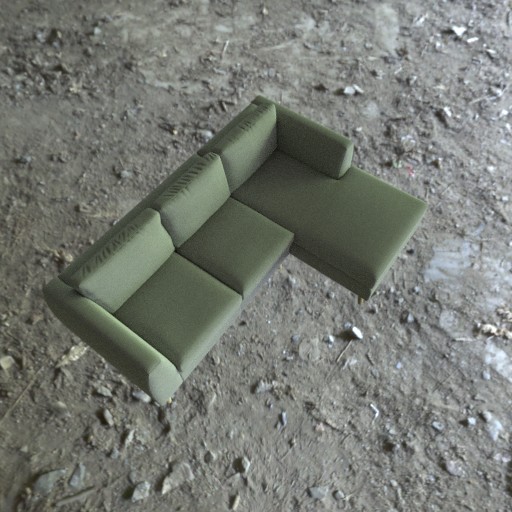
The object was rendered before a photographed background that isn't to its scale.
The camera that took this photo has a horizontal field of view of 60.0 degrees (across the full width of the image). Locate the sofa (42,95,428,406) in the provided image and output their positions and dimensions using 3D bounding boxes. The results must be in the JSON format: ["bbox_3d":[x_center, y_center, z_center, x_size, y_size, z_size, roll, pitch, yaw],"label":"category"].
[{"bbox_3d":[0.000,0.000,3.126,1.580,0.860,2.300,32,64,18],"label":"sofa"}]
